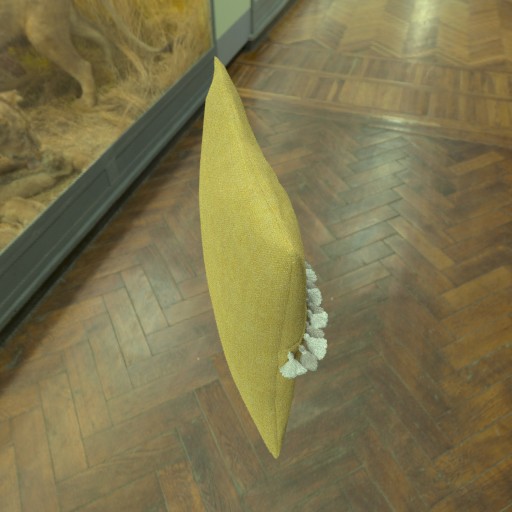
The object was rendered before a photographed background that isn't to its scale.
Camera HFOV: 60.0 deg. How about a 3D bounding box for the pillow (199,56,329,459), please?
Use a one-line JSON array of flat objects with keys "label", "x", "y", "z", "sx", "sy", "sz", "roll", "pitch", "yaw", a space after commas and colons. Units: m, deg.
[{"label": "pillow", "x": 0.000, "y": 0.000, "z": 0.734, "sx": 0.167, "sy": 0.481, "sz": 0.485, "roll": -9, "pitch": 46, "yaw": -8}]
